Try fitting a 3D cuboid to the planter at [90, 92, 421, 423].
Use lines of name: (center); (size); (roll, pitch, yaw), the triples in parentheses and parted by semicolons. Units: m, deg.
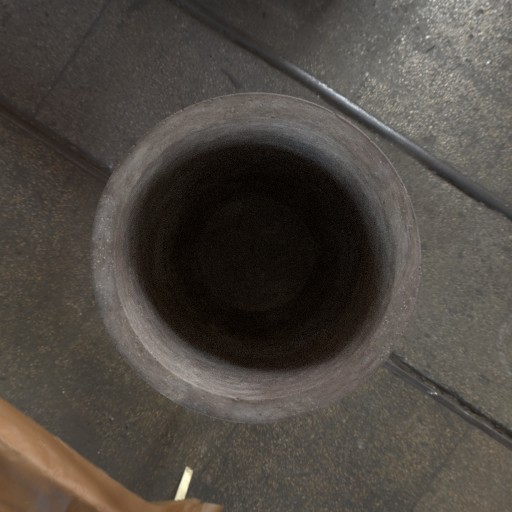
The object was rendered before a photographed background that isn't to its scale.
planter: (0.000, 0.000, 0.224); (0.122, 0.128, 0.122); (0, 91, 0)
